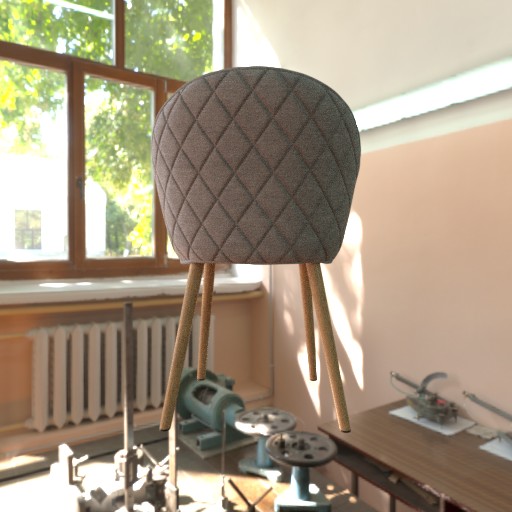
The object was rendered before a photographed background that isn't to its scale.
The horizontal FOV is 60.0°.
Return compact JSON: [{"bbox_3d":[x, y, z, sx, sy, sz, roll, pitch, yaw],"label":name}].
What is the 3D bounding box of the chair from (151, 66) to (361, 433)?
[{"bbox_3d":[0.000,0.000,1.186,0.540,0.800,0.530,0,1,1],"label":"chair"}]
